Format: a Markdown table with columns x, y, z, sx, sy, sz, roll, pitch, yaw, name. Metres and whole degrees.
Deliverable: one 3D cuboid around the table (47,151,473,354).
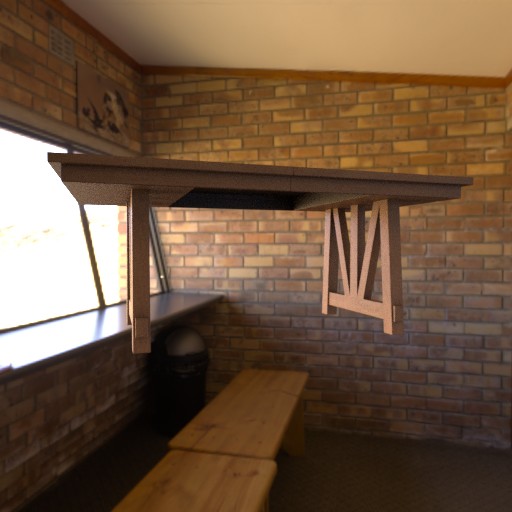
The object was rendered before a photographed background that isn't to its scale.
| x | y | z | sx | sy | sz | roll | pitch | yaw | name |
| --- | --- | --- | --- | --- | --- | --- | --- | --- | --- |
| 0.000 | 0.000 | 2.343 | 1.881 | 0.768 | 1.016 | 0 | 1 | -18 | table |
